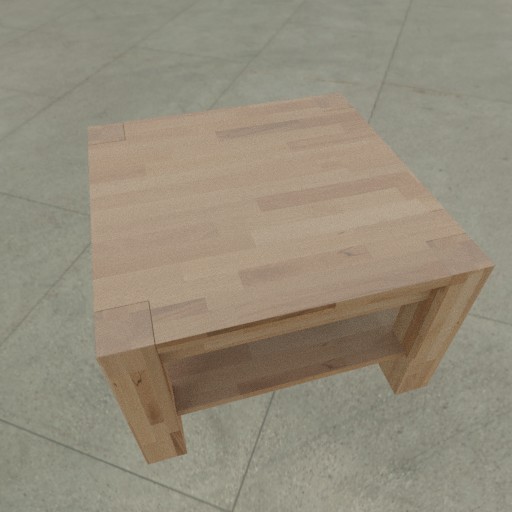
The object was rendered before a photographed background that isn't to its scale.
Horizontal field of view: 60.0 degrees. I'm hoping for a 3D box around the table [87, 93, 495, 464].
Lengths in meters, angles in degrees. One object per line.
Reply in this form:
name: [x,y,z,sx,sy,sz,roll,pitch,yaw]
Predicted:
table: [0.000,0.000,1.129,0.700,0.451,0.700,-11,47,-11]
